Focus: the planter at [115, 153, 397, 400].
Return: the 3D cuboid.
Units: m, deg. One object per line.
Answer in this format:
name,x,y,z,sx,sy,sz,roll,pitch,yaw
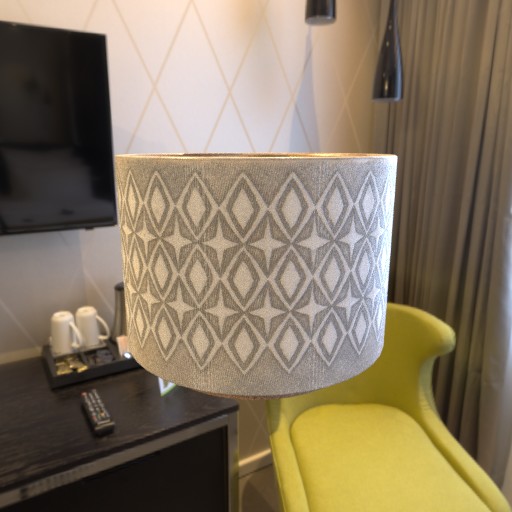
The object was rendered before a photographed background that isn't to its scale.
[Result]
planter,0.000,0.000,0.322,0.186,0.144,0.186,0,14,0
